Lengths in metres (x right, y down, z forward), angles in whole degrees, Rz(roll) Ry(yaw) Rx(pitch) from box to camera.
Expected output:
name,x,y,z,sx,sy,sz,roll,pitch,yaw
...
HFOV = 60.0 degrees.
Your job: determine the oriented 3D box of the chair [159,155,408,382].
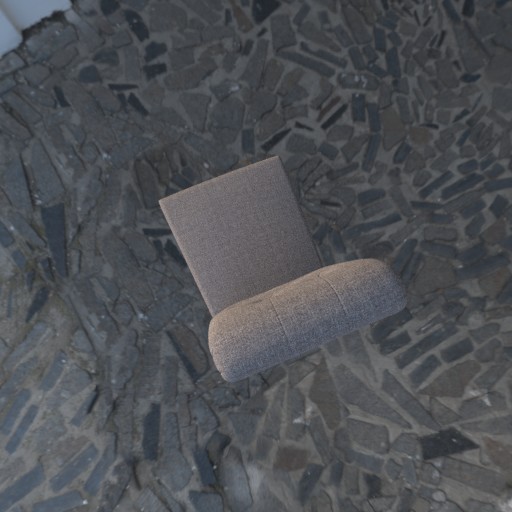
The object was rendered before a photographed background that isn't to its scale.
name,x,y,z,sx,sy,sz,roll,pitch,yaw
chair,0.000,0.000,1.398,0.456,1.006,0.671,-22,76,-6
